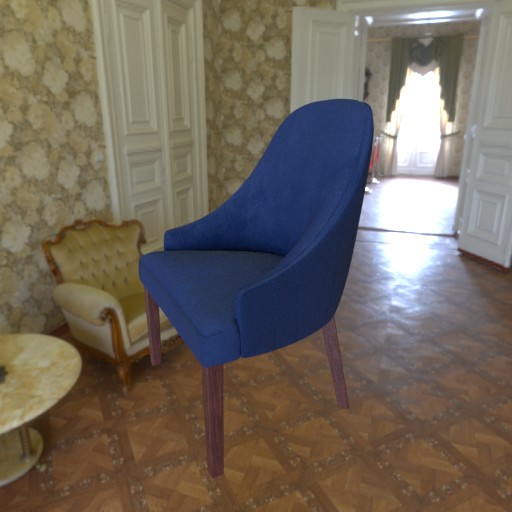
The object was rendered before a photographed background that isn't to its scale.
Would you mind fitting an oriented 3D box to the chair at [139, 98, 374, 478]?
[{"bbox_3d":[0.000,0.000,1.315,0.575,0.889,0.643,-8,19,-25],"label":"chair"}]
